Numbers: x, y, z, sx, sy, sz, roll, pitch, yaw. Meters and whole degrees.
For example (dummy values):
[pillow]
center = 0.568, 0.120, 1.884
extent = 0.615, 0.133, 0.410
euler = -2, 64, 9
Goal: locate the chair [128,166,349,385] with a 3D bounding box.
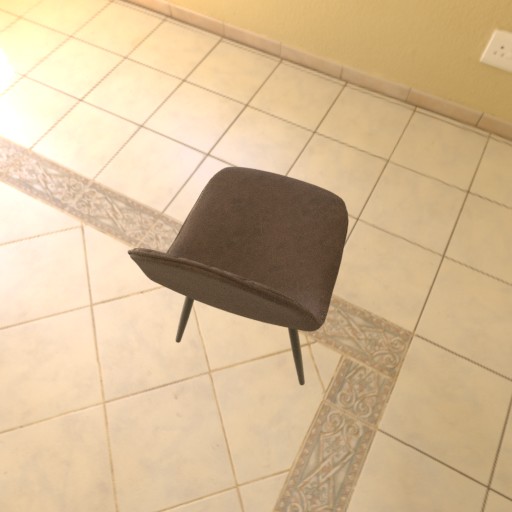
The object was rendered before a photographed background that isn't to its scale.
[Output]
[chair]
center = 0.000, 0.000, 1.220
extent = 0.472, 0.889, 0.561
euler = 17, 63, 9
